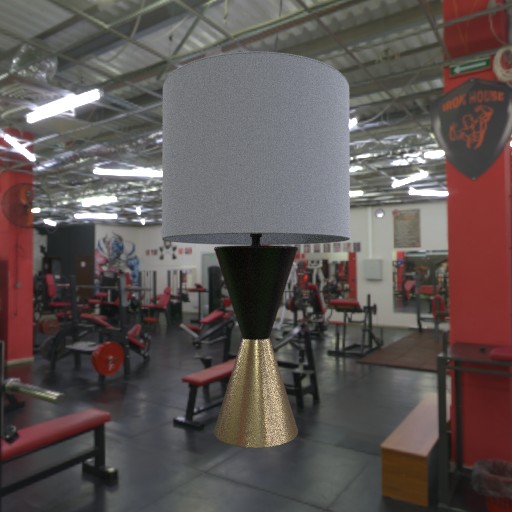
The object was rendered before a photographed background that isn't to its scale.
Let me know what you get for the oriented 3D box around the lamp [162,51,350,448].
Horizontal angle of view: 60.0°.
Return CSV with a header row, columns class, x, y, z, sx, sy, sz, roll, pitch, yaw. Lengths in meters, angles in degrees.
class,x,y,z,sx,sy,sz,roll,pitch,yaw
lamp,0.000,0.000,0.732,0.304,0.573,0.304,-1,-2,36
